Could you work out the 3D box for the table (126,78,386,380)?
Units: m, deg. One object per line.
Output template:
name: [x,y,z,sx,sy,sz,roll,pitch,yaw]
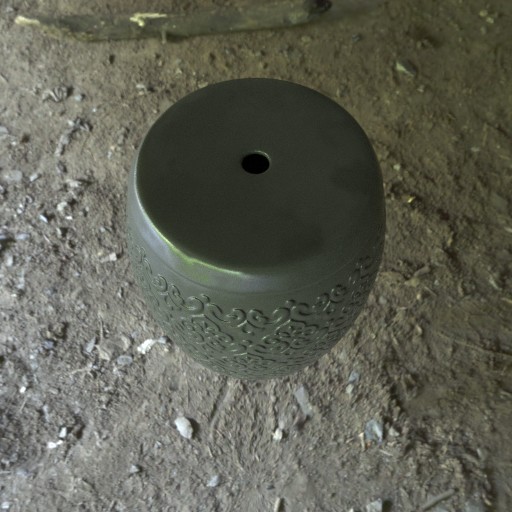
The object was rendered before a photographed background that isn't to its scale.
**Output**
table: [0.000,0.000,0.596,0.309,0.397,0.309,0,63,0]
